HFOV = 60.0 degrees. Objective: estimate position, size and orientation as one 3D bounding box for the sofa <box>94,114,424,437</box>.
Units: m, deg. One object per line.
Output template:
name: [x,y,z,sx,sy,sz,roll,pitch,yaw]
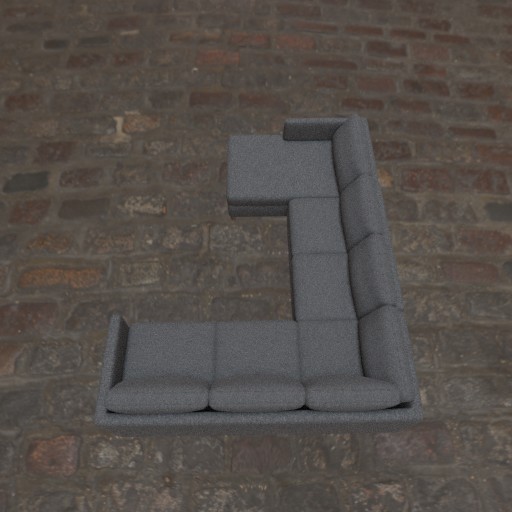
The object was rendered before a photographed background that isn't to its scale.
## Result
sofa: [0.000,0.000,4.367,2.551,0.853,3.238,-1,60,0]
